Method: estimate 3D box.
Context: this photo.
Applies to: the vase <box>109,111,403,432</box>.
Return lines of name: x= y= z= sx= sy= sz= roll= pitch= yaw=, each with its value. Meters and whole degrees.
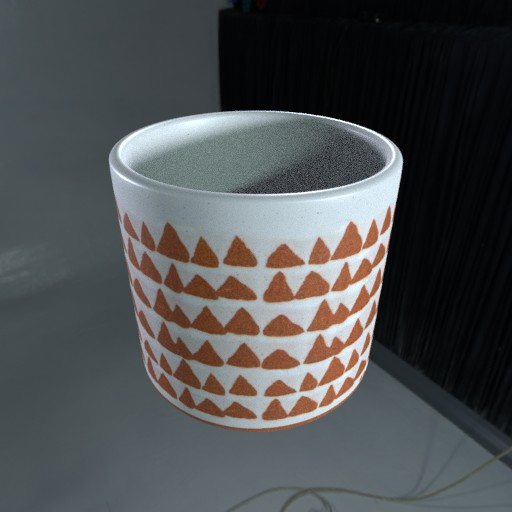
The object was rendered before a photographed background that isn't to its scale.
vase: x=0.000 y=0.000 z=0.245 sx=0.137 sy=0.127 sz=0.137 roll=0 pitch=31 yaw=0
